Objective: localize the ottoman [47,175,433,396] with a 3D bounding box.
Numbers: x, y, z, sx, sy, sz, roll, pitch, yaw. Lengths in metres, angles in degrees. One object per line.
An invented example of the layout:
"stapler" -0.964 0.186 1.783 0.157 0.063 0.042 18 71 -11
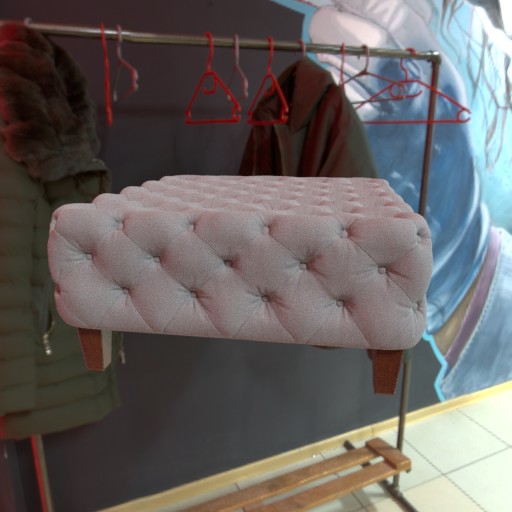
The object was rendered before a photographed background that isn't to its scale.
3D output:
"ottoman" 0.000 0.000 1.423 0.911 0.439 0.917 2 16 8
